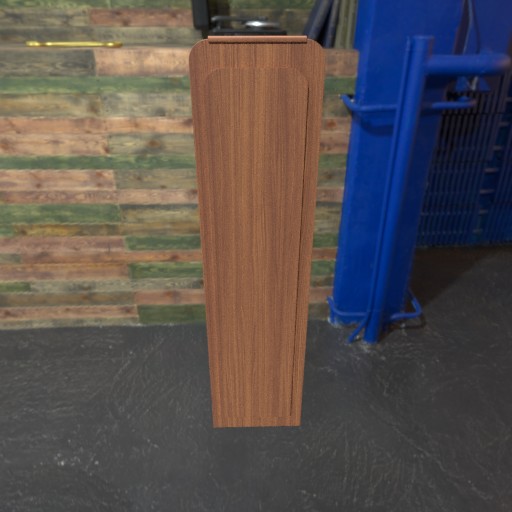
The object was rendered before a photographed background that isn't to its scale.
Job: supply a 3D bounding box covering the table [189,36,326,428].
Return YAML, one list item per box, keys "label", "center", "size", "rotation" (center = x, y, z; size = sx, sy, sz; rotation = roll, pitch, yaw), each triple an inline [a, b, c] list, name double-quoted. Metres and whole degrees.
- label: "table"
  center: [0.000, 0.000, 2.035]
  size: [0.450, 1.830, 0.420]
  rotation: [-1, 29, -1]
